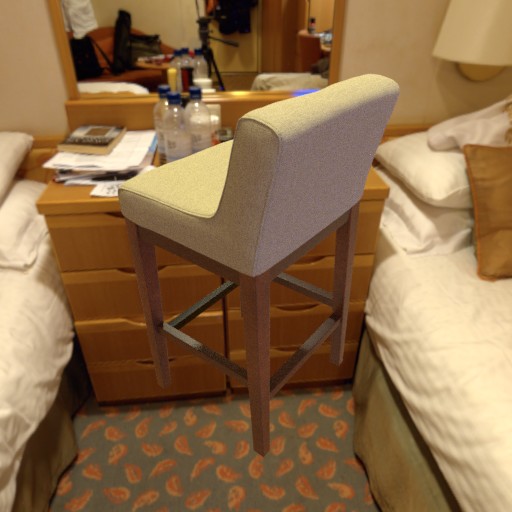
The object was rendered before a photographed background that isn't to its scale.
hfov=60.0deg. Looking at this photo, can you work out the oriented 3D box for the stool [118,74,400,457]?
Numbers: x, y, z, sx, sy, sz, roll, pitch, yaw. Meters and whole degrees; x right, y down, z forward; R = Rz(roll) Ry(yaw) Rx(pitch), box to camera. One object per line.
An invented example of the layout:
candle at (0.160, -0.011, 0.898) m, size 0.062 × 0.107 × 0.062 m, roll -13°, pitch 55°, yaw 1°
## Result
stool at (0.000, 0.000, 1.238) m, size 0.500 × 0.937 × 0.511 m, roll 22°, pitch 38°, yaw 31°
